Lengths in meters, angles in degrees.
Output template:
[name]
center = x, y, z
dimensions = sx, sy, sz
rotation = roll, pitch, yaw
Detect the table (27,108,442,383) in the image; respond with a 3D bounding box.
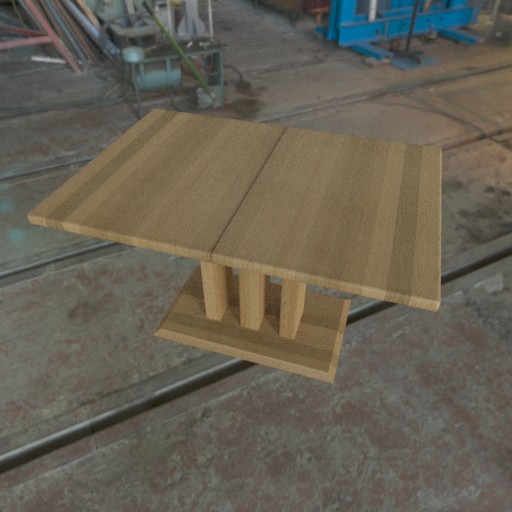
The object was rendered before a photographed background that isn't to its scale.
[table]
center = 0.000, 0.000, 1.879
dimensions = 1.300, 0.770, 0.900
rotation = 12, 43, 13
